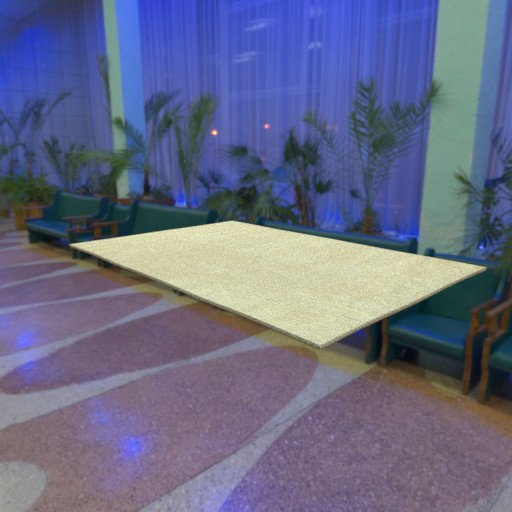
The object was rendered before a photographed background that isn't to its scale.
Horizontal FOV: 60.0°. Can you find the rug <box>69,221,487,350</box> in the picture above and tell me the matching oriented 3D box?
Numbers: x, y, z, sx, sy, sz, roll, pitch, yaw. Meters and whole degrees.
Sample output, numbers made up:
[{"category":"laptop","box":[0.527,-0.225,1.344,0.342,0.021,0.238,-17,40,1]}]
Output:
[{"category":"rug","box":[0.000,0.000,3.394,1.800,0.025,2.699,-13,19,-42]}]
